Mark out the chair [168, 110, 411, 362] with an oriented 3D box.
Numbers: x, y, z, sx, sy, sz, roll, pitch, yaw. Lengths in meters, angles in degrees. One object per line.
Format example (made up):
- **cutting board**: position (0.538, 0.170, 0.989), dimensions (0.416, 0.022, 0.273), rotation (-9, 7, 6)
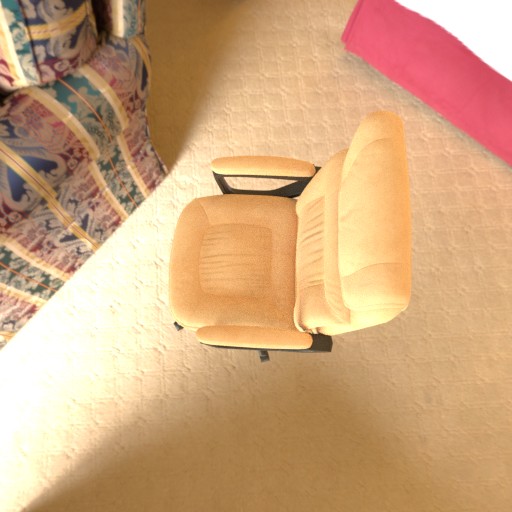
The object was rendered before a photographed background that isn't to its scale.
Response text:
- **chair**: position (0.000, 0.000, 1.522), dimensions (0.724, 1.105, 0.667), rotation (3, 74, 1)
